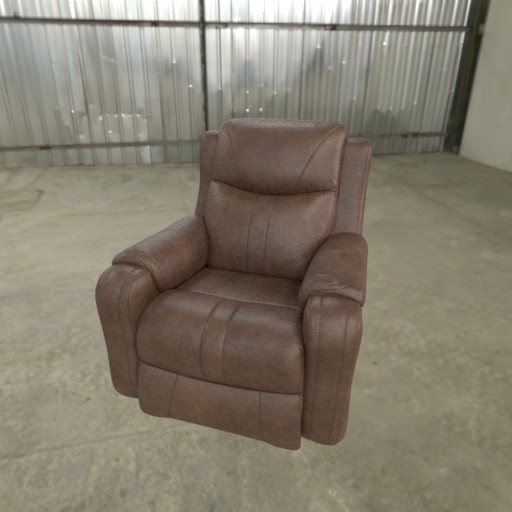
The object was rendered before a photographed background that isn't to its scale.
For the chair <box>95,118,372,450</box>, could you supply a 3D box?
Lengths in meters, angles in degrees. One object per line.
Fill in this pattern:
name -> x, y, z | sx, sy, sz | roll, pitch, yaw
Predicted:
chair -> 0.000, 0.000, 1.835 | 0.940, 0.990, 1.067 | 8, 26, 16
